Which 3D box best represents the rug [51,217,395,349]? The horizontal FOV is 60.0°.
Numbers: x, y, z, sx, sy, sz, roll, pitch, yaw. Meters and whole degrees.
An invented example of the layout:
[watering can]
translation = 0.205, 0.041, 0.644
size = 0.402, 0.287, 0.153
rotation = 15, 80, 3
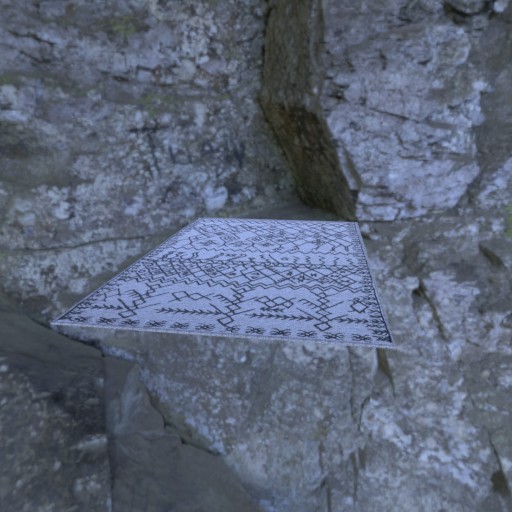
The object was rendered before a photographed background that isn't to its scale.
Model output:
[rug]
translation = 0.000, 0.000, 3.069
size = 1.526, 0.012, 2.444
rotation = 2, 17, 8
